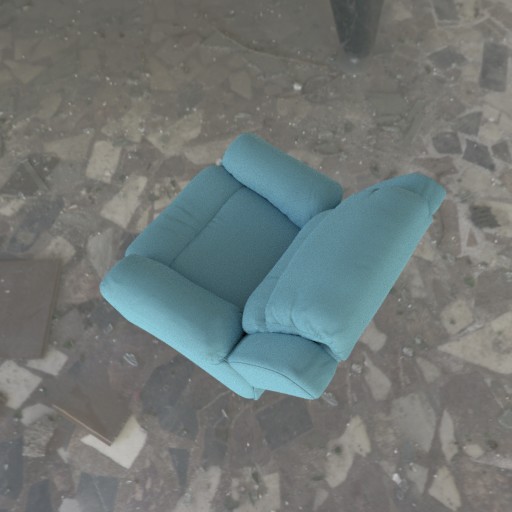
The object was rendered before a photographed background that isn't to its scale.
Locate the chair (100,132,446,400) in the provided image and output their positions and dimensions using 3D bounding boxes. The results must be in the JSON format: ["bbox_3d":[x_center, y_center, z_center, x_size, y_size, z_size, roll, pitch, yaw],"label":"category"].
[{"bbox_3d":[0.000,0.000,1.262,0.709,0.702,0.680,32,67,15],"label":"chair"}]
